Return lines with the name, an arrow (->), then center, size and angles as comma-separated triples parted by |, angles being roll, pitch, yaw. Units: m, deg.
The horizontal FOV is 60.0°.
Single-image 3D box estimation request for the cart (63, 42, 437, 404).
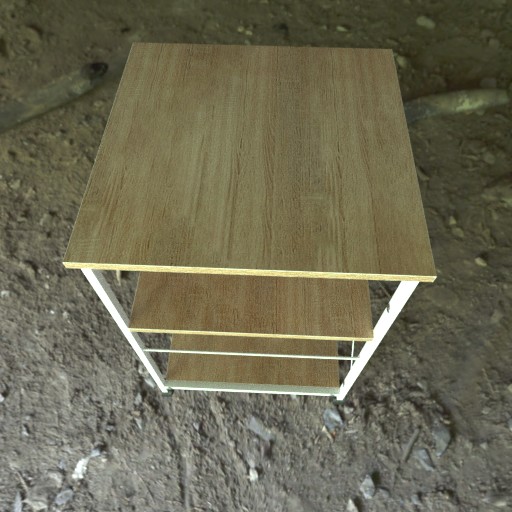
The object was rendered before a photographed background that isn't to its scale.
cart -> 0.000, 0.000, 1.075 | 0.520, 0.762, 0.521 | 2, 58, 1
